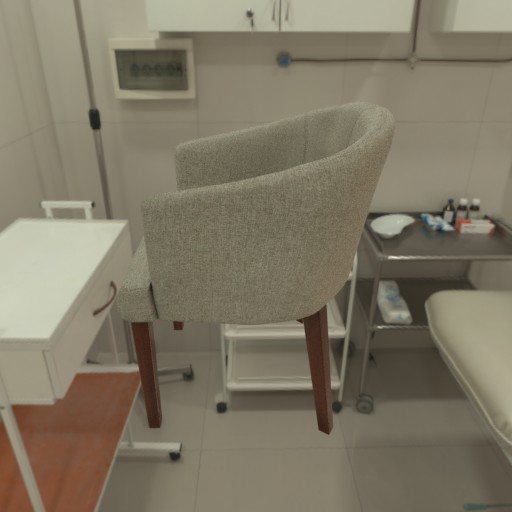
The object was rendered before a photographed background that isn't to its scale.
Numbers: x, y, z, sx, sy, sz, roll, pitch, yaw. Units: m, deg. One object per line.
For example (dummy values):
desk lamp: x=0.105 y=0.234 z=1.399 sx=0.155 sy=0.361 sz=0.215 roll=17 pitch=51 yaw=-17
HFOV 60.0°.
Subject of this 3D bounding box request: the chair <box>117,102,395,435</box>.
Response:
chair: x=0.000 y=0.000 z=1.257 sx=0.655 sy=0.811 sz=0.583 roll=-1 pitch=27 yaw=-1
